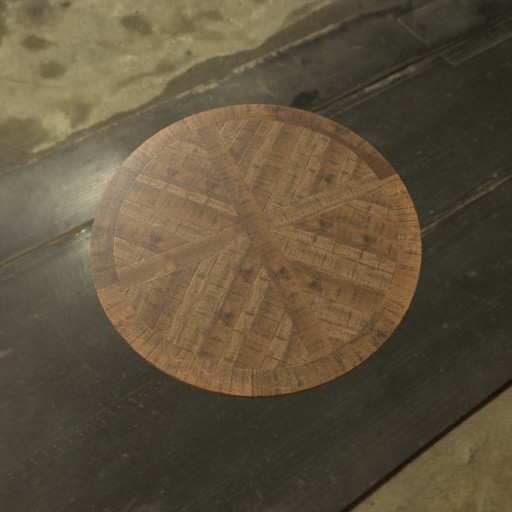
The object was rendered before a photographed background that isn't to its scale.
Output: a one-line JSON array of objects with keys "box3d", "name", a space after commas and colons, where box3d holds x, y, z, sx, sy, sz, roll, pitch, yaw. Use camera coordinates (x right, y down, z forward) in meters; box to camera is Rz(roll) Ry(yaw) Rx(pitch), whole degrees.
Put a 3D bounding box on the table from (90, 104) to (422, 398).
[{"box3d": [0.000, 0.000, 1.939, 1.264, 0.516, 1.264, 0, 64, 0], "name": "table"}]
